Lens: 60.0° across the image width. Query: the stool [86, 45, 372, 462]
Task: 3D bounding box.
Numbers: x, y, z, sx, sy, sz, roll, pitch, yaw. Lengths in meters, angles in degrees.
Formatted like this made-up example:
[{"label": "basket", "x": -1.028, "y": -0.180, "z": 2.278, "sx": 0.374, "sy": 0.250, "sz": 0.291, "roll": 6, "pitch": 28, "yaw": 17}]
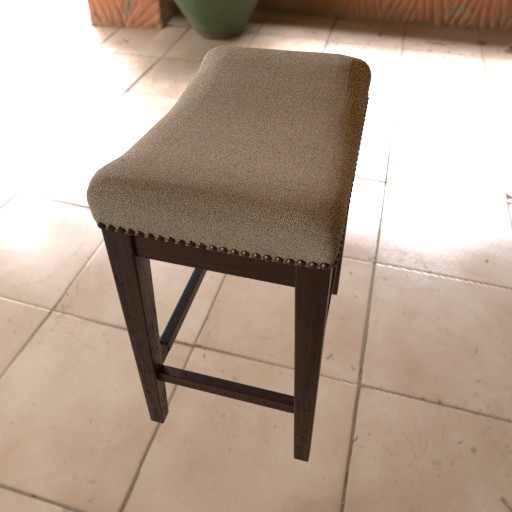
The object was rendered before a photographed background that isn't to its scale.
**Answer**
[{"label": "stool", "x": 0.000, "y": 0.000, "z": 0.916, "sx": 0.363, "sy": 0.669, "sz": 0.509, "roll": 11, "pitch": 46, "yaw": 10}]
